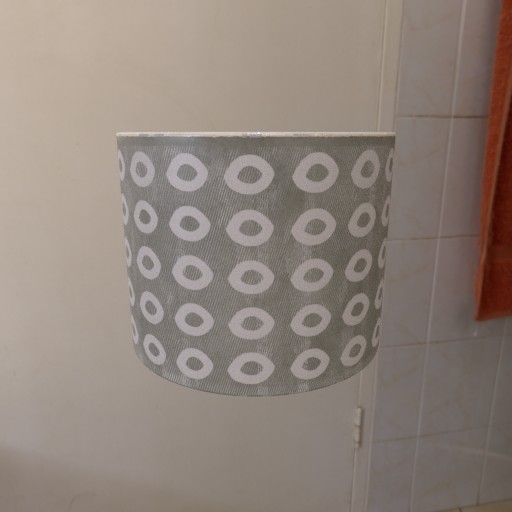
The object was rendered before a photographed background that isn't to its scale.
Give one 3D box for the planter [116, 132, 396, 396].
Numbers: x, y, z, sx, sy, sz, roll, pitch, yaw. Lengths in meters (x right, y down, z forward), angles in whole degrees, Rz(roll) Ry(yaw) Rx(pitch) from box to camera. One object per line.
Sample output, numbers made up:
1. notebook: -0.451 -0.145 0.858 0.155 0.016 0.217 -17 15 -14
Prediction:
1. planter: 0.000 0.000 0.338 0.190 0.181 0.190 0 15 0
